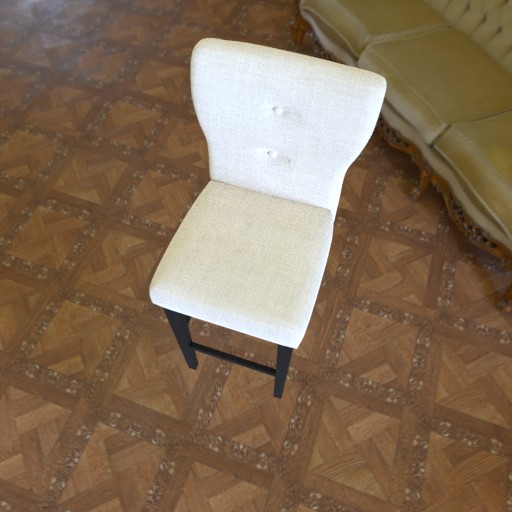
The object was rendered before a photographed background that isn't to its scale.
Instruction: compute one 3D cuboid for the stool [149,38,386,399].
[{"bbox_3d":[0.000,0.000,1.476,0.516,1.124,0.603,16,60,10],"label":"stool"}]
